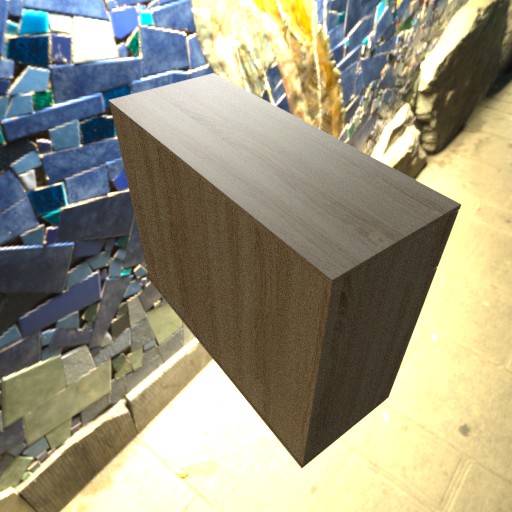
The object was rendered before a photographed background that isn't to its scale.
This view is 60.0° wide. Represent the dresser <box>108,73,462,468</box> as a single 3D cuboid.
[{"bbox_3d":[0.000,0.000,1.605,0.450,0.900,1.100,-27,48,-27],"label":"dresser"}]
